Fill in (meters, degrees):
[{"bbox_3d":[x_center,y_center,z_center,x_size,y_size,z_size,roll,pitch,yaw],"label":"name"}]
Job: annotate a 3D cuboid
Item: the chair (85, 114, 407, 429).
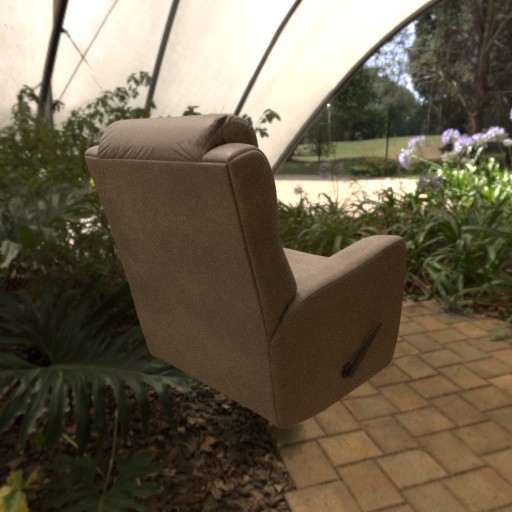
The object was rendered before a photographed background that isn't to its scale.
[{"bbox_3d":[0.000,0.000,1.914,0.967,1.116,1.068,13,19,42],"label":"chair"}]
